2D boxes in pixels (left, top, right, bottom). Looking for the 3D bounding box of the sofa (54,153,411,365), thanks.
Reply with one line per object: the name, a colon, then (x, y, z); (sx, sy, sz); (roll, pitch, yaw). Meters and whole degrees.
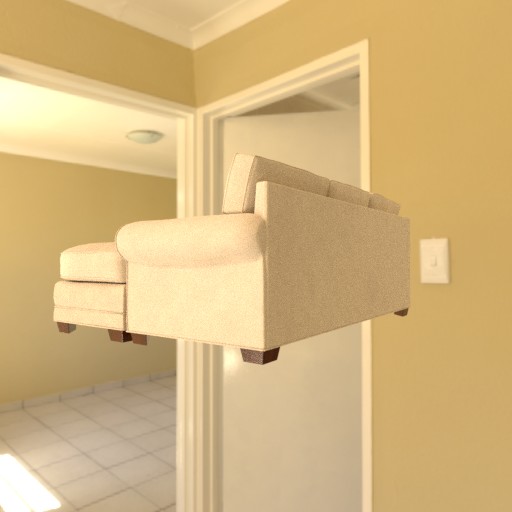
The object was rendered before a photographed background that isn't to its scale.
sofa: (0.000, 0.000, 2.459); (1.226, 0.734, 1.770); (0, -1, 35)
